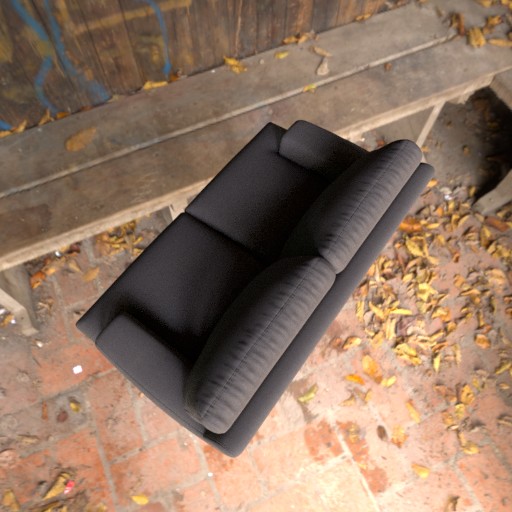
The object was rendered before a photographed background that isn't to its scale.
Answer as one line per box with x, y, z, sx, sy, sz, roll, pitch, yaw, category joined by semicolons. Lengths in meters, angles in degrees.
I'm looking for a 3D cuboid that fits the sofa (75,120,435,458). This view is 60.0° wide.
0.000;0.000;2.516;1.143;0.940;1.880;34;68;15;sofa
